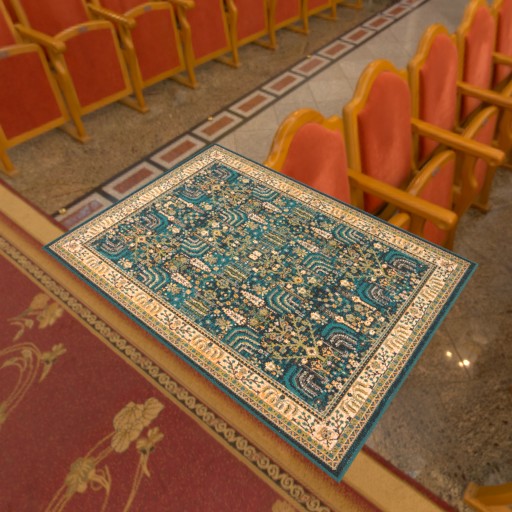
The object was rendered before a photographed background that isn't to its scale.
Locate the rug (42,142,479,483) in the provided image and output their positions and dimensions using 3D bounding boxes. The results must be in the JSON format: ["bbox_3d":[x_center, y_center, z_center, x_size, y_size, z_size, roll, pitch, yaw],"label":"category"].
[{"bbox_3d":[0.000,0.000,3.817,3.044,0.015,2.226,30,53,26],"label":"rug"}]
